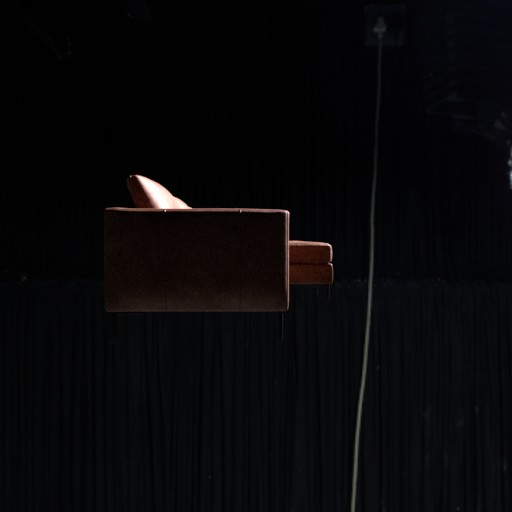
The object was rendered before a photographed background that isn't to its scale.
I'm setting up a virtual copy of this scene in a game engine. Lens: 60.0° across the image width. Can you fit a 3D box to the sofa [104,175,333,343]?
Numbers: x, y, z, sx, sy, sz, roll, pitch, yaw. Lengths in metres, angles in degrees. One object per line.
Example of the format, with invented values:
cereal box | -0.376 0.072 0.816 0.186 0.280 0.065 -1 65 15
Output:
sofa | 0.000 0.000 3.606 1.471 0.859 2.993 0 0 0
